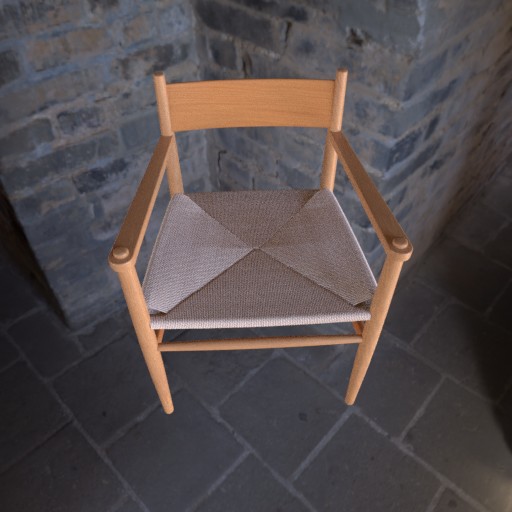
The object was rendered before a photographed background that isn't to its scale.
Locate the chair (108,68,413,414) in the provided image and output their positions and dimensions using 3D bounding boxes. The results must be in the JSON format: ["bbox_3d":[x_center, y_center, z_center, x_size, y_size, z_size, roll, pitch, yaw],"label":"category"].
[{"bbox_3d":[0.000,0.000,1.138,0.556,0.762,0.495,-2,45,-2],"label":"chair"}]
